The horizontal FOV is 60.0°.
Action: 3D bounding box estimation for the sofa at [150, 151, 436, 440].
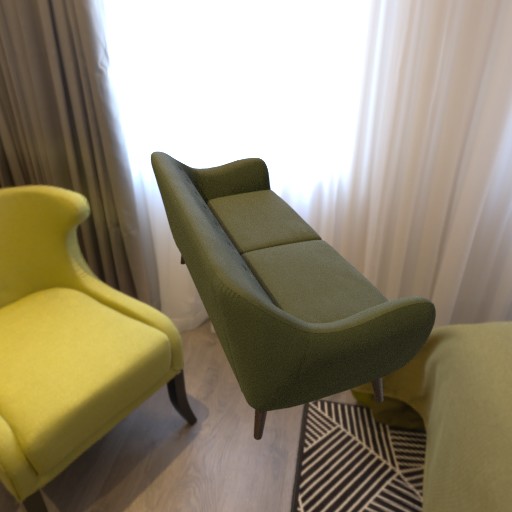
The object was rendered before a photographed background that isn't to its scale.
[{"bbox_3d":[0.000,0.000,2.353,0.820,0.836,1.840,-11,32,-17],"label":"sofa"}]
